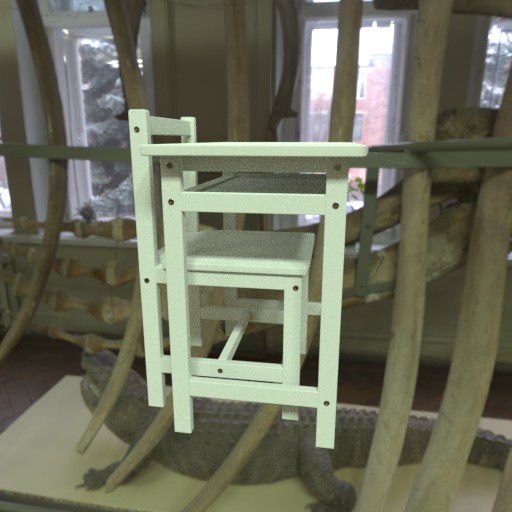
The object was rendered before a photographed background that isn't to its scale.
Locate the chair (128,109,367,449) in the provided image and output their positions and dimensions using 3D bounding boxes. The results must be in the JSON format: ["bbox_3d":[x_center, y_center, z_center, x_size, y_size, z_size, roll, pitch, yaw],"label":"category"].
[{"bbox_3d":[0.000,0.000,1.096,0.461,0.673,0.599,2,15,9],"label":"chair"}]
